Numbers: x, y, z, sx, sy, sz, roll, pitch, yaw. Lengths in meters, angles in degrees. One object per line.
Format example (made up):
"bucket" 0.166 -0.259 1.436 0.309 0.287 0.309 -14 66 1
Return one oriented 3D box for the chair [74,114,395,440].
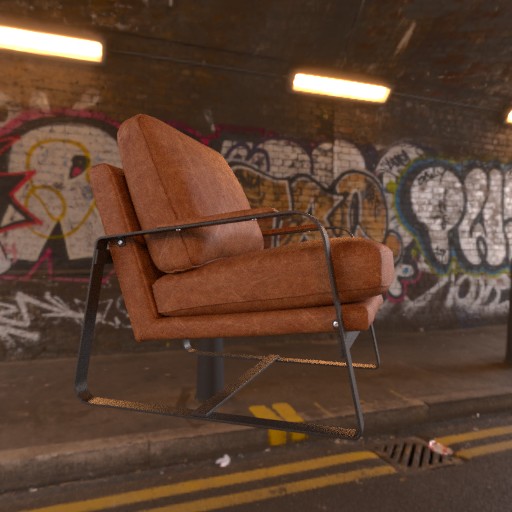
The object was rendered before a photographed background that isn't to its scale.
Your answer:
"chair" 0.000 0.000 1.349 0.801 0.777 0.651 0 0 19
